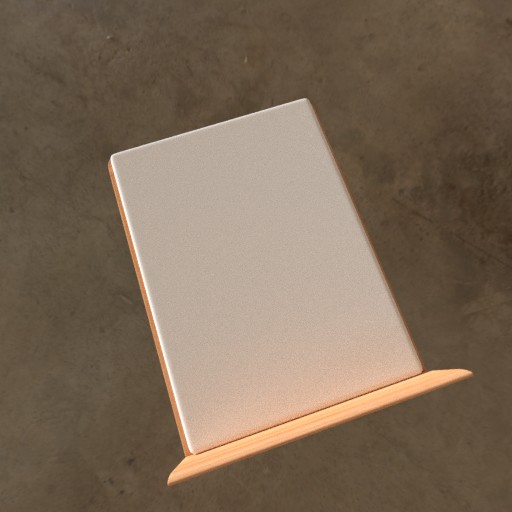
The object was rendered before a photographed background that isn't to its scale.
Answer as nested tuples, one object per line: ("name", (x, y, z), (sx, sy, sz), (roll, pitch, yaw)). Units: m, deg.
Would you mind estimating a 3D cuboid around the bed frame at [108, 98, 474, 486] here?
("bed frame", (0.000, 0.000, 2.703), (1.472, 0.940, 1.992), (-18, 75, -5))
